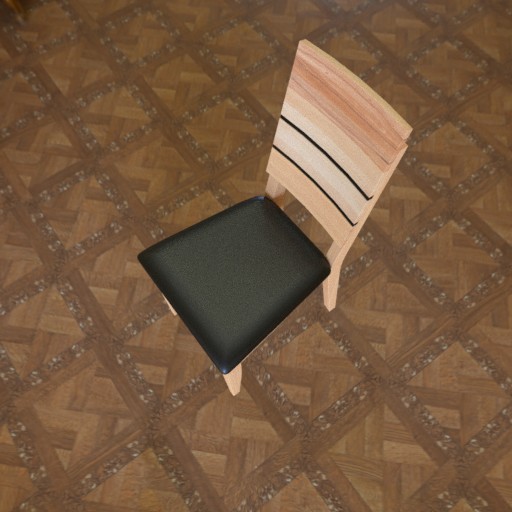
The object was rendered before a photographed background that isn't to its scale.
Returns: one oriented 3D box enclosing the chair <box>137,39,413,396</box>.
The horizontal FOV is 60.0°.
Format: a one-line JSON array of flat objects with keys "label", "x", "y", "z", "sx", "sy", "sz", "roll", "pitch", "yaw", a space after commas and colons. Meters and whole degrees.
[{"label": "chair", "x": 0.000, "y": 0.000, "z": 1.206, "sx": 0.520, "sy": 0.940, "sz": 0.410, "roll": -35, "pitch": 69, "yaw": -15}]
